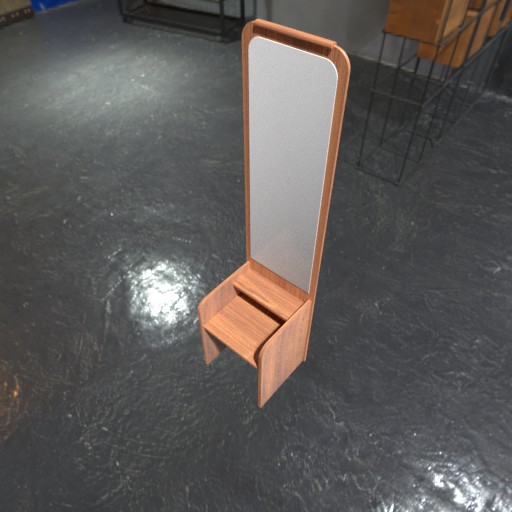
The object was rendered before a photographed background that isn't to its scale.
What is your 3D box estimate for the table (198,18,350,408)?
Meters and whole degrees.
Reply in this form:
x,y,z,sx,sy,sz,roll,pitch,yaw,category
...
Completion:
x,y,z,sx,sy,sz,roll,pitch,yaw,category
0.000,0.000,2.008,0.450,1.830,0.420,32,54,27,table
